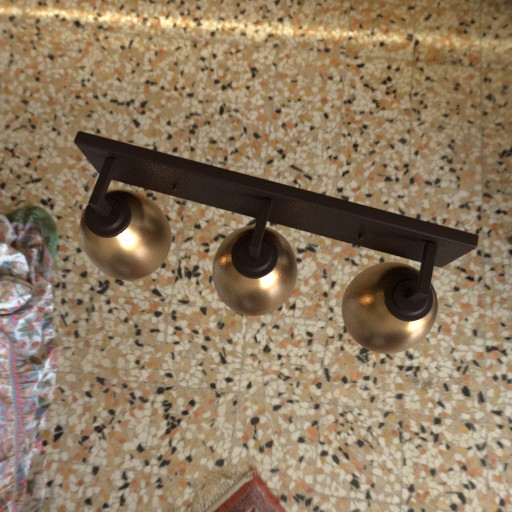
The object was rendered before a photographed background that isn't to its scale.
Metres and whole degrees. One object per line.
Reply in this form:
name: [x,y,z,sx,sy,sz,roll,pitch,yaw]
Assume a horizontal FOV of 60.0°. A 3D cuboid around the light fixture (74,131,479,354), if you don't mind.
light fixture: [0.000,0.000,0.657,0.582,0.204,0.157,15,76,4]
